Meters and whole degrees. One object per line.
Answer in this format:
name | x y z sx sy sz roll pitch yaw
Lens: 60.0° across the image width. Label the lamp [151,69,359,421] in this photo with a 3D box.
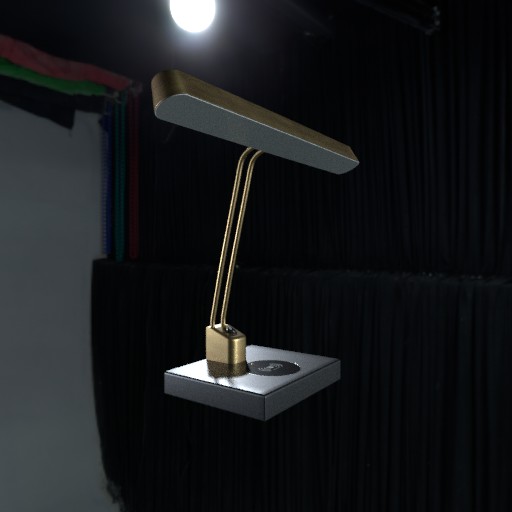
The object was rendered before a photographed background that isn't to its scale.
lamp | 0.000 0.000 0.584 0.156 0.345 0.412 1 2 36
